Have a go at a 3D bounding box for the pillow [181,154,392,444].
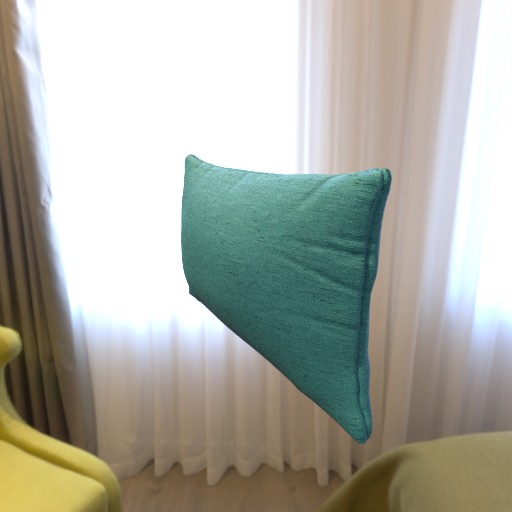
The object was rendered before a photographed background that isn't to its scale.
[{"bbox_3d":[0.000,0.000,0.784,0.210,0.338,0.633,-8,16,-27],"label":"pillow"}]
